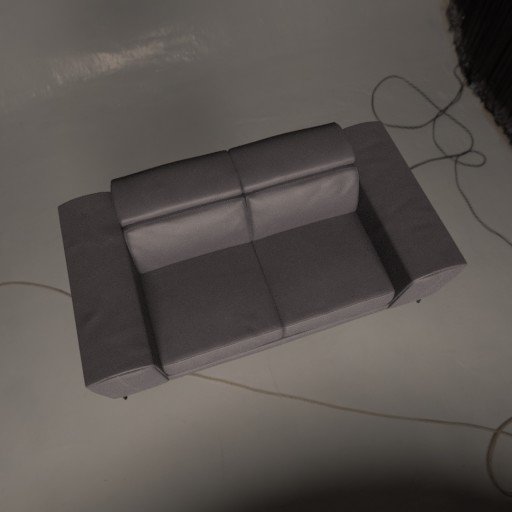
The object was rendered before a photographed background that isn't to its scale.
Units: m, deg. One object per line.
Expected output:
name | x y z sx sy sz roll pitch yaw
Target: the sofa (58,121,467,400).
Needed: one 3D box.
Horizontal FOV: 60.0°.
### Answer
sofa | 0.000 0.000 2.447 1.895 0.779 1.003 -17 64 -8
